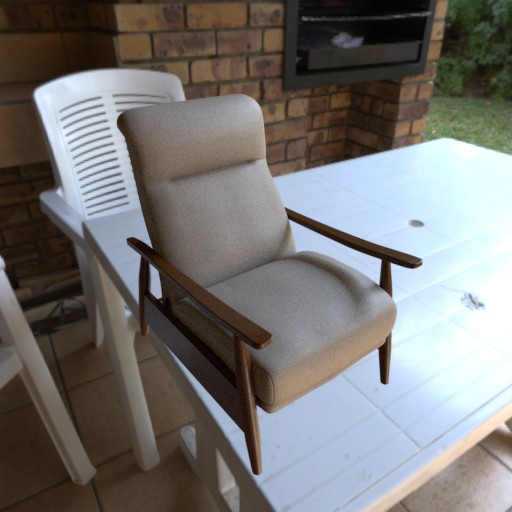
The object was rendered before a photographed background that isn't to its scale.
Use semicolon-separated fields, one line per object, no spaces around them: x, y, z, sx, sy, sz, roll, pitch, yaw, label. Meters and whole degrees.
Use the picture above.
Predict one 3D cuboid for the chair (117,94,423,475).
0.000;0.000;1.810;0.762;1.082;1.030;-21;36;-31;chair
